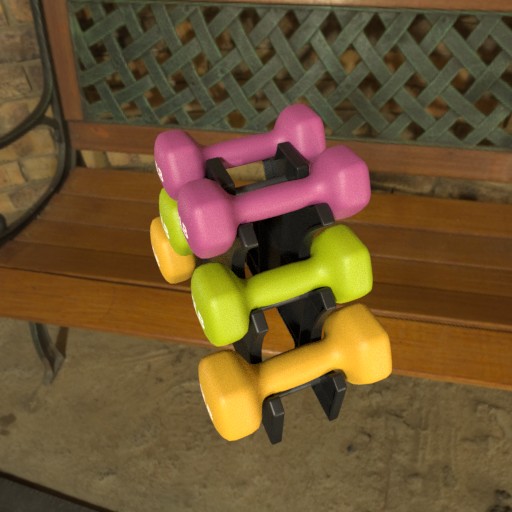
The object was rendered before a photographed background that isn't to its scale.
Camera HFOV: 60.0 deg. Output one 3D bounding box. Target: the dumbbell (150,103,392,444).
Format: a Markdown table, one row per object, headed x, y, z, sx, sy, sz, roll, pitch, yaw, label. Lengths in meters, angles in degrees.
| x | y | z | sx | sy | sz | roll | pitch | yaw | label |
| --- | --- | --- | --- | --- | --- | --- | --- | --- | --- |
| 0.000 | 0.000 | 0.469 | 0.190 | 0.271 | 0.300 | -16 | 49 | -15 | dumbbell |
